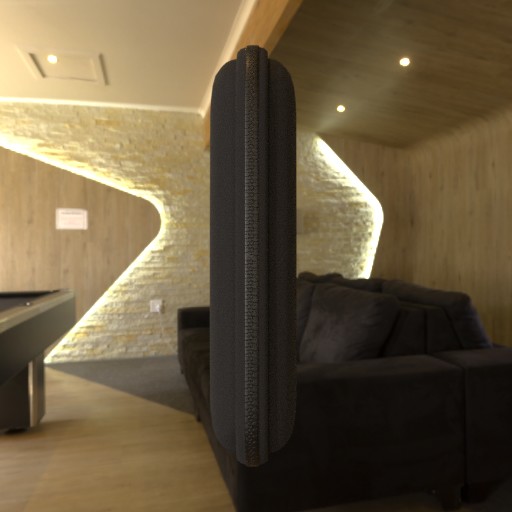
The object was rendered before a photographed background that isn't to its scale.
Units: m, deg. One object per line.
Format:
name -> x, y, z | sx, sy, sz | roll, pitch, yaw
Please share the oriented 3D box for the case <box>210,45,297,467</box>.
case -> 0.000, 0.000, 0.192 | 0.030, 0.147, 0.107 | 0, 0, 2
